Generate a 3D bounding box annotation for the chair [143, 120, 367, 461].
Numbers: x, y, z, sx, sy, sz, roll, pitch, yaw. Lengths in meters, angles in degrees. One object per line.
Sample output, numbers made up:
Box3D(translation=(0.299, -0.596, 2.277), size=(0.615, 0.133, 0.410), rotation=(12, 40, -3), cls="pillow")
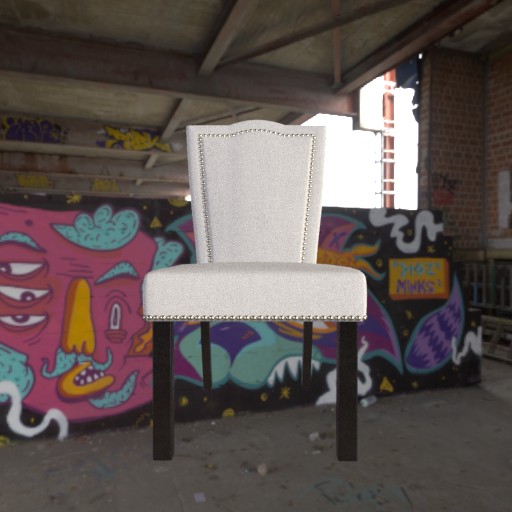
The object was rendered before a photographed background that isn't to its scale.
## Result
Box3D(translation=(0.000, 0.000, 1.291), size=(0.518, 0.946, 0.589), rotation=(0, 0, 1), cls="chair")
